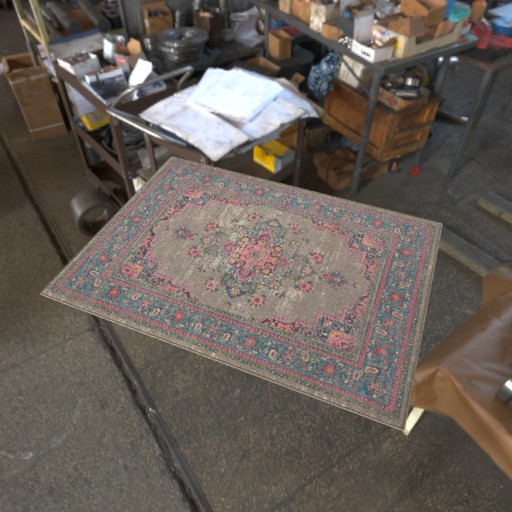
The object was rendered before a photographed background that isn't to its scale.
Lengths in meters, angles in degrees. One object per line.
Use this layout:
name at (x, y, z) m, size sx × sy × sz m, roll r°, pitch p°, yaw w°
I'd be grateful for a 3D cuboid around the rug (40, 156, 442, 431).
rug at (0.000, 0.000, 2.936) m, size 2.214 × 0.013 × 1.609 m, roll 17°, pitch 49°, yaw 15°
